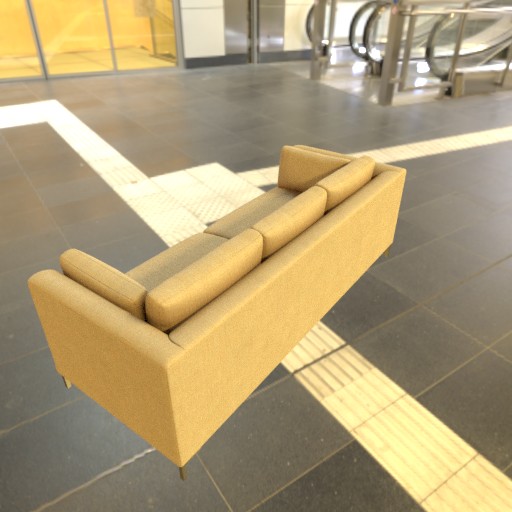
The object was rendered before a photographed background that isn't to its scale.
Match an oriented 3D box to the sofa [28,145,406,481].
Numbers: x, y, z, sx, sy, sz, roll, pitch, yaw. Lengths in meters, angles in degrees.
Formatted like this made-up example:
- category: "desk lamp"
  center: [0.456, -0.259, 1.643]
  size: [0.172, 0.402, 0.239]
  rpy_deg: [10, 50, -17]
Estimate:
- category: "sofa"
  center: [0.000, 0.000, 2.841]
  size: [0.969, 0.867, 2.415]
  rpy_deg: [22, 39, 30]
